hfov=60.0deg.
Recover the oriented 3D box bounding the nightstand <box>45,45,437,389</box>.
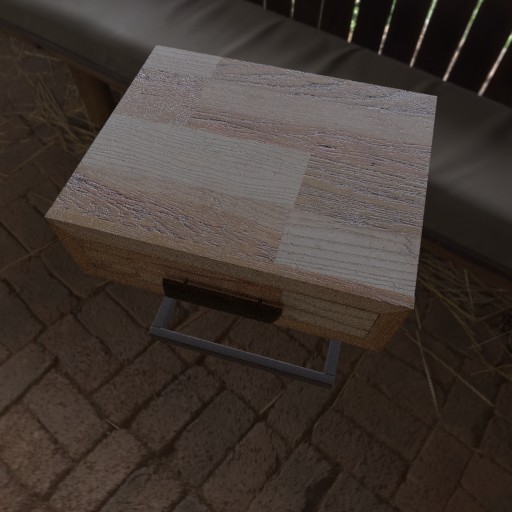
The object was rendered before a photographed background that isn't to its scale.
[{"bbox_3d":[0.000,0.000,1.008,0.558,0.632,0.481,14,60,8],"label":"nightstand"}]
